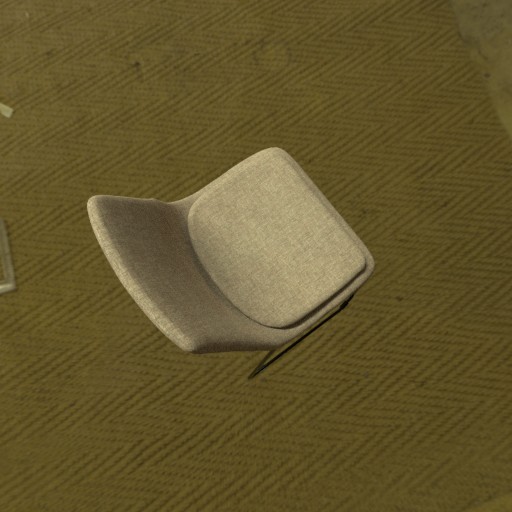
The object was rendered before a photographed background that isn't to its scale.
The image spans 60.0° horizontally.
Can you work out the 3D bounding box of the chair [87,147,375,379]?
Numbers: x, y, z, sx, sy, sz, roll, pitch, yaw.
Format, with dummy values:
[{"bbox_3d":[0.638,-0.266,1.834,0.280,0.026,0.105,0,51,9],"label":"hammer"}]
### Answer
[{"bbox_3d":[0.000,0.000,1.125,0.518,0.858,0.479,-35,78,-9],"label":"chair"}]
